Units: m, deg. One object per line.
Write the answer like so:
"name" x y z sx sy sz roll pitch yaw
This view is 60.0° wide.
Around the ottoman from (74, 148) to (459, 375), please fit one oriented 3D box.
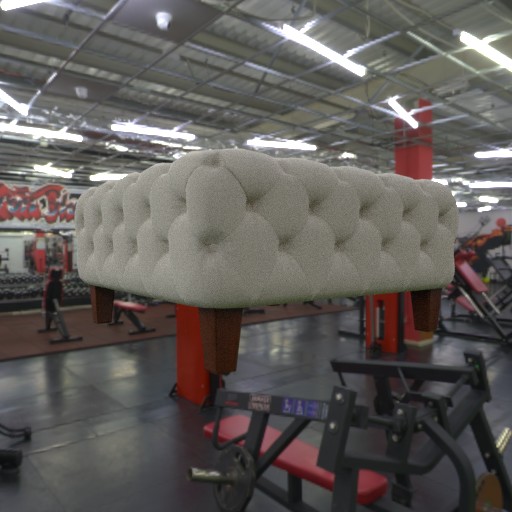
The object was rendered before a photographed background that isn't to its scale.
"ottoman" 0.000 0.000 1.182 0.753 0.376 0.755 -1 1 -37
